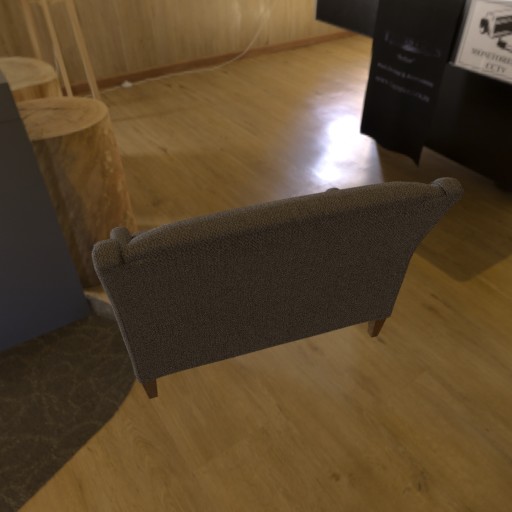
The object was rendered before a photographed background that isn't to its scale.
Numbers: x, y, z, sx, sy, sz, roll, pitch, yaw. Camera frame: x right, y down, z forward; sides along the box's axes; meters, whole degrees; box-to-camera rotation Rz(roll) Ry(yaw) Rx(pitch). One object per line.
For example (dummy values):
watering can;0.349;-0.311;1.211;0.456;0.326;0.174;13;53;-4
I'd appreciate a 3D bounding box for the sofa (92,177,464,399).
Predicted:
sofa;0.000;0.000;1.980;1.242;1.022;0.873;-12;42;-14
